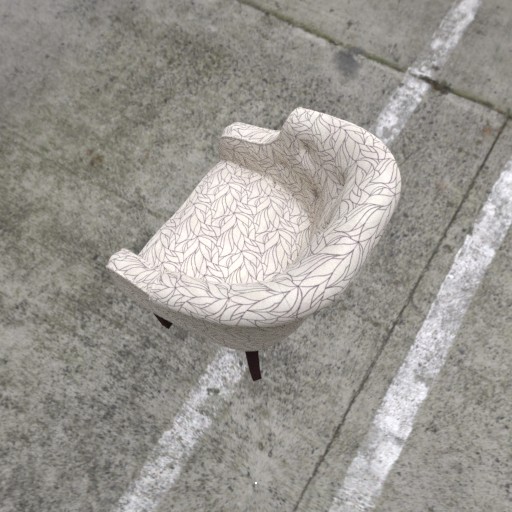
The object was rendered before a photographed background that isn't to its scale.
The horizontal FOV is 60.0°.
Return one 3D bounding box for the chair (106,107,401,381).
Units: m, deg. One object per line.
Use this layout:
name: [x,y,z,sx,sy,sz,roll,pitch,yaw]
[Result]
chair: [0.000,0.000,1.357,0.613,0.858,0.686,30,67,14]
